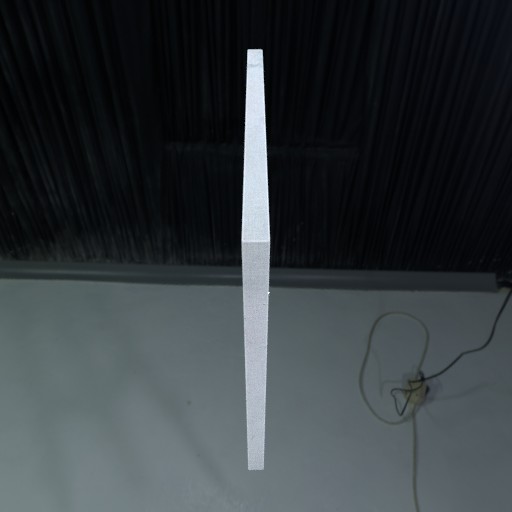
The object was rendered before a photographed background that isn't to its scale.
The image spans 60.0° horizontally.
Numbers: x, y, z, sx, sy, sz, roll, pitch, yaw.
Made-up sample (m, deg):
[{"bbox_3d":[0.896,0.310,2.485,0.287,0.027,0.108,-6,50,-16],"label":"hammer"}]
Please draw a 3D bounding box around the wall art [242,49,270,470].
[{"bbox_3d":[0.000,0.000,1.134,0.041,0.762,0.762,0,43,0],"label":"wall art"}]
